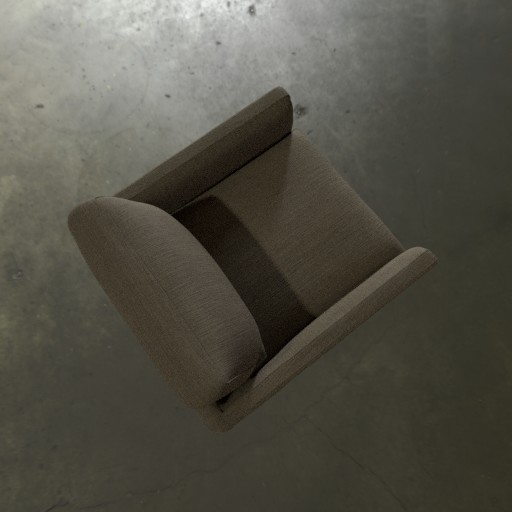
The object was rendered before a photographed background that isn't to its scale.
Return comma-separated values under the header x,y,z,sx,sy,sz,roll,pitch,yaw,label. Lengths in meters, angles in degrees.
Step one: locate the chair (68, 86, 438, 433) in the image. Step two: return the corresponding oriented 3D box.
x,y,z,sx,sy,sz,roll,pitch,yaw,label
0.000,0.000,1.478,0.834,0.811,0.763,-36,77,-10,chair
